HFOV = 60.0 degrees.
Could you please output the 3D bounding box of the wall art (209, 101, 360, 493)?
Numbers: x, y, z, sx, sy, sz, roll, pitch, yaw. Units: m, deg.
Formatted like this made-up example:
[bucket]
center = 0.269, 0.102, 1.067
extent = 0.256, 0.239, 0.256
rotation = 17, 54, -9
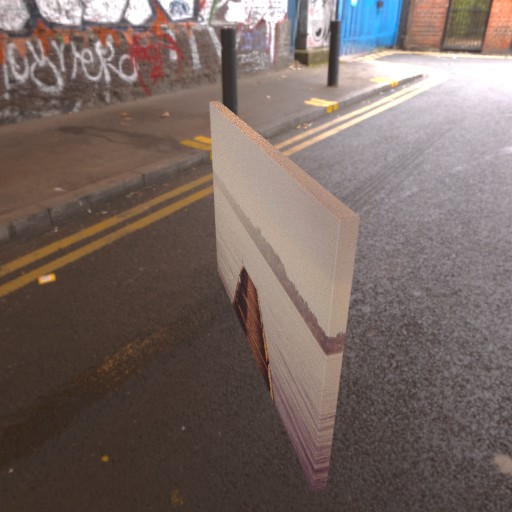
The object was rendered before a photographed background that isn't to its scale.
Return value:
[wall art]
center = 0.000, 0.000, 0.766
extent = 0.021, 0.410, 0.615
rotation = -8, 30, -14
